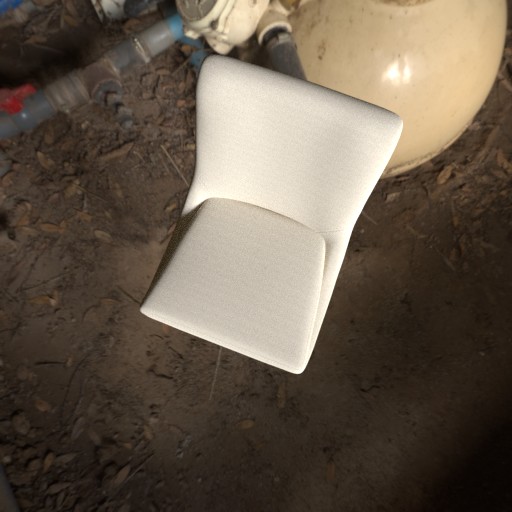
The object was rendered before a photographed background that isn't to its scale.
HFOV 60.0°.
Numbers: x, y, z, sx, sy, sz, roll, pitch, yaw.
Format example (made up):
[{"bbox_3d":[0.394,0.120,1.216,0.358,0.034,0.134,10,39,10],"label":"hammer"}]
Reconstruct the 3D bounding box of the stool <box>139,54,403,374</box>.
[{"bbox_3d":[0.000,0.000,1.318,0.483,0.991,0.559,20,78,5],"label":"stool"}]
